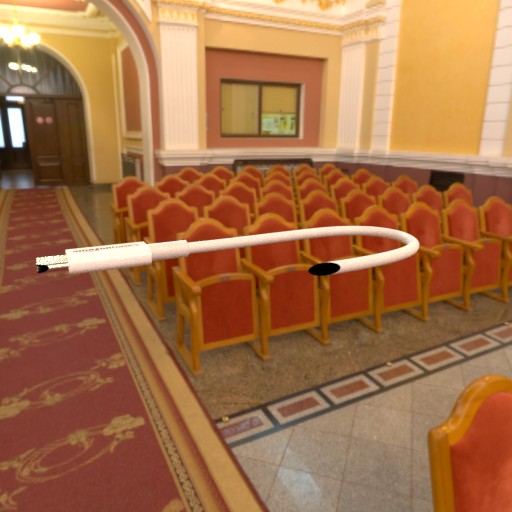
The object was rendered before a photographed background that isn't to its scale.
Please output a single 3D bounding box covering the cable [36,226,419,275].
[{"bbox_3d":[0.000,0.000,0.110,0.098,0.006,0.040,-8,17,-25],"label":"cable"}]
